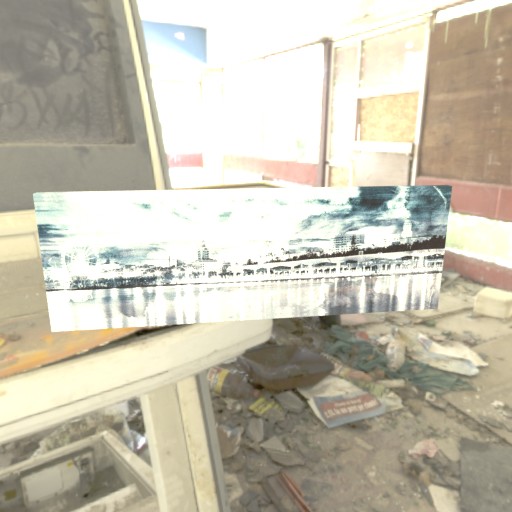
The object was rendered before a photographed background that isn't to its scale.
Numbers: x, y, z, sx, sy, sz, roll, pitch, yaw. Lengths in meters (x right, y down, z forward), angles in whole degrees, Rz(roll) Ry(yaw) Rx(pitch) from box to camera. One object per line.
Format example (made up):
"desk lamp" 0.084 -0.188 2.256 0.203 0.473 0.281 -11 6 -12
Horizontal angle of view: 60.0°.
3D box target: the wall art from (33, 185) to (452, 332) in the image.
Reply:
"wall art" 0.000 0.000 1.684 1.524 0.509 0.037 -2 16 -8
